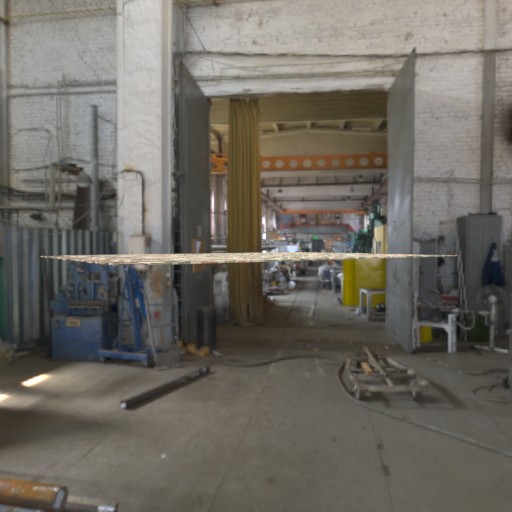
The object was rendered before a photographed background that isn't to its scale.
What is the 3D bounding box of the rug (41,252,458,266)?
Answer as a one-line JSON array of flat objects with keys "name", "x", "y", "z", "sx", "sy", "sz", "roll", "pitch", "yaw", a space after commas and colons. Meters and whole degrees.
[{"name": "rug", "x": 0.000, "y": 0.000, "z": 3.023, "sx": 2.438, "sy": 0.011, "sz": 1.524, "roll": -1, "pitch": 2, "yaw": -36}]
